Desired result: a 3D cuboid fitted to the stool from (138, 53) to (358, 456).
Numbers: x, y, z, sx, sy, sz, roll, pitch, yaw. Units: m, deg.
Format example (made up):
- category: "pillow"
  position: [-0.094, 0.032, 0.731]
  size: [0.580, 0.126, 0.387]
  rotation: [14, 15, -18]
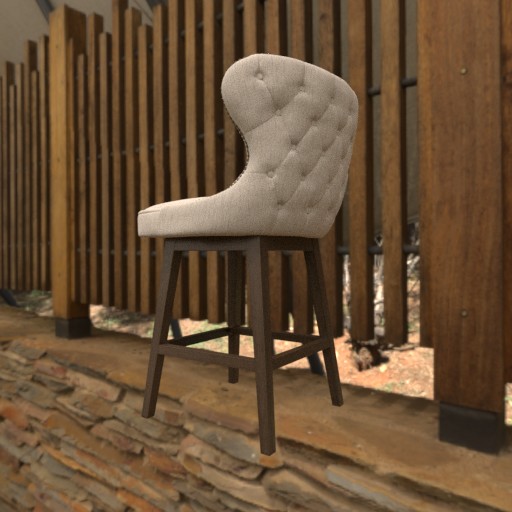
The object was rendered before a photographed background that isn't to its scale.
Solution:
- category: "stool"
  position: [0.000, 0.000, 1.370]
  size: [0.597, 0.972, 0.615]
  rotation: [0, 1, 35]
